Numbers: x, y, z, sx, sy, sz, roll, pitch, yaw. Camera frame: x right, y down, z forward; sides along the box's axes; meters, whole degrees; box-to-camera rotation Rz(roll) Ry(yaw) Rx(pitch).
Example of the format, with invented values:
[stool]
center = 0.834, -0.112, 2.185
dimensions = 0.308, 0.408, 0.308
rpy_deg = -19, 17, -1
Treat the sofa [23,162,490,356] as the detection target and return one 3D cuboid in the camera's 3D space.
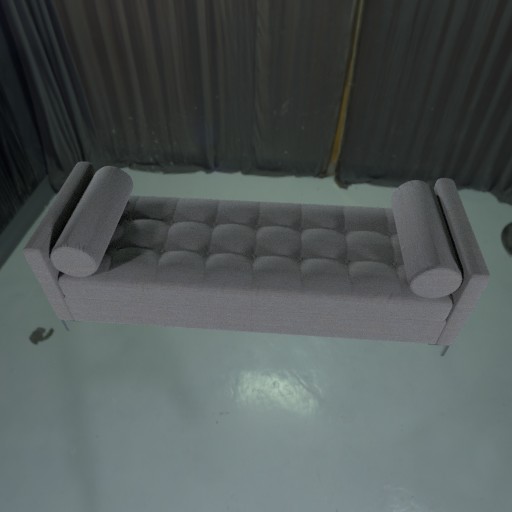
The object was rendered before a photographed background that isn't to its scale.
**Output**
[sofa]
center = 0.000, 0.000, 2.304
dimensions = 1.981, 0.635, 0.686
rpy_deg = 3, 46, 3
